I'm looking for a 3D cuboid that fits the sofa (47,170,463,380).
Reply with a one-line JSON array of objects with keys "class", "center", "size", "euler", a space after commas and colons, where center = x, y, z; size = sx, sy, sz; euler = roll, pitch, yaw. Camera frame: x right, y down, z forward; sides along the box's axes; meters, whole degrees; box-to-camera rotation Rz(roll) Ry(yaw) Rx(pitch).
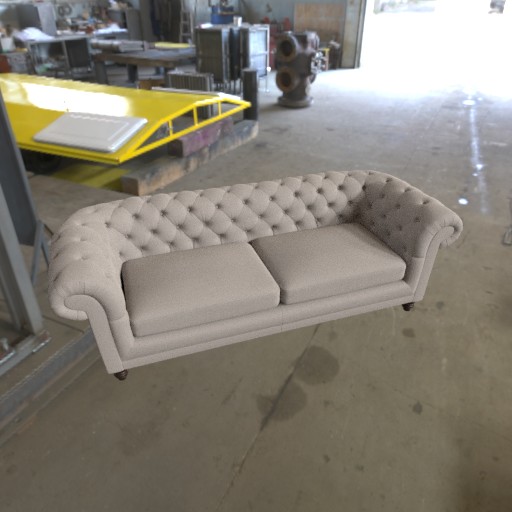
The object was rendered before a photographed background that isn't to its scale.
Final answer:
[{"class": "sofa", "center": [0.000, 0.000, 2.904], "size": [2.411, 0.749, 0.991], "euler": [-10, 33, -16]}]
